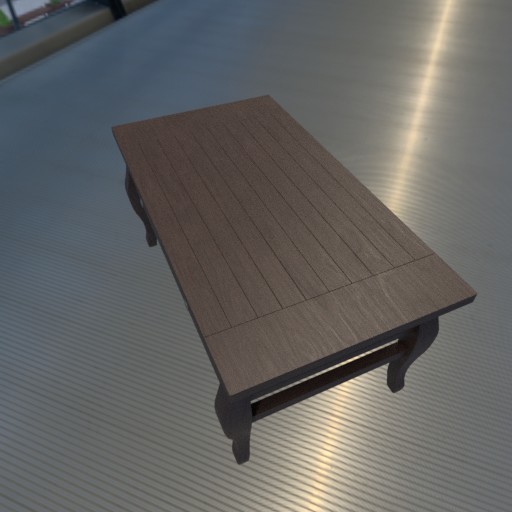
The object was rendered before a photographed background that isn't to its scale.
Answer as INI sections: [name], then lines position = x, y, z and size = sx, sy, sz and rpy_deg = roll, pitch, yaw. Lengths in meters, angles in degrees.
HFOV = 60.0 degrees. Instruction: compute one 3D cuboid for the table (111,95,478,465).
[table]
position = 0.000, 0.000, 1.399
size = 0.600, 0.494, 1.062
rpy_deg = -18, 48, -17
